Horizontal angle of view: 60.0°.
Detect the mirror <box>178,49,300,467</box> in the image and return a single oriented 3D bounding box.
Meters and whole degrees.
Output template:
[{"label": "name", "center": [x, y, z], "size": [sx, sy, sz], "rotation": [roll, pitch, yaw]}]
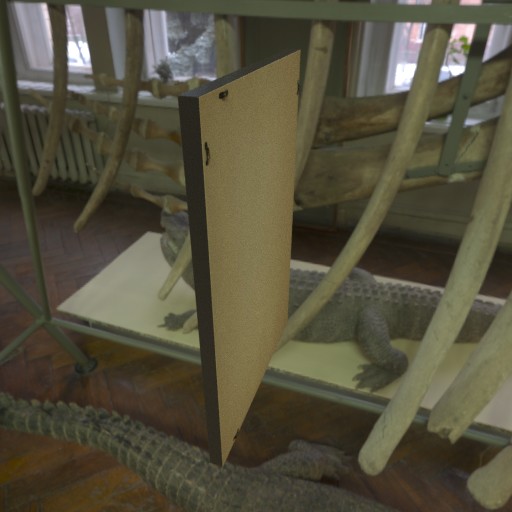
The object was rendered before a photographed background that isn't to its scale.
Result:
[{"label": "mirror", "center": [0.000, 0.000, 1.152], "size": [0.041, 0.915, 0.609], "rotation": [10, 33, 16]}]
